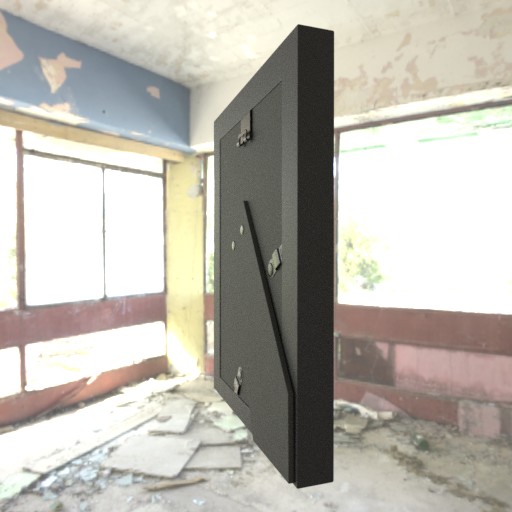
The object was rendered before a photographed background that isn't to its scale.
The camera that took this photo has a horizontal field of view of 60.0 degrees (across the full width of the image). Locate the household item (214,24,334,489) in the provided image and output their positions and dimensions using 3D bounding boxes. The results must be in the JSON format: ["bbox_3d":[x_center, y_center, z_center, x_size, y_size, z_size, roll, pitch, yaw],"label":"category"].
[{"bbox_3d":[0.000,0.000,0.234,0.022,0.178,0.133,0,1,-19],"label":"household item"}]
